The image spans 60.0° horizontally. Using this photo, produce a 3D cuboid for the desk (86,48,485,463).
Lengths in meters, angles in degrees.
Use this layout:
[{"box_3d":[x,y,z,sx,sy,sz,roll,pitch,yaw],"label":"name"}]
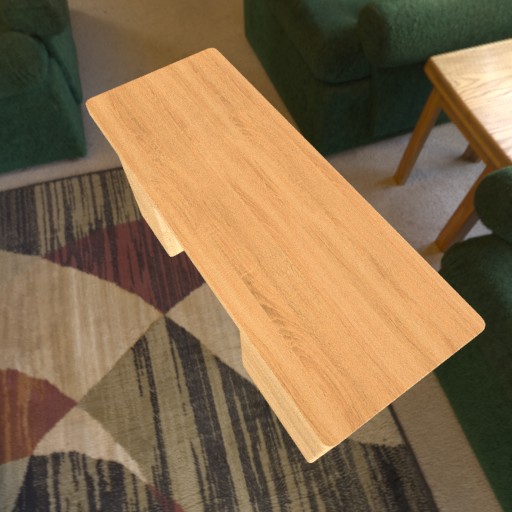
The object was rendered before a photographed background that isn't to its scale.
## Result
[{"box_3d":[0.000,0.000,1.716,0.550,0.760,1.400,-31,65,-16],"label":"desk"}]
